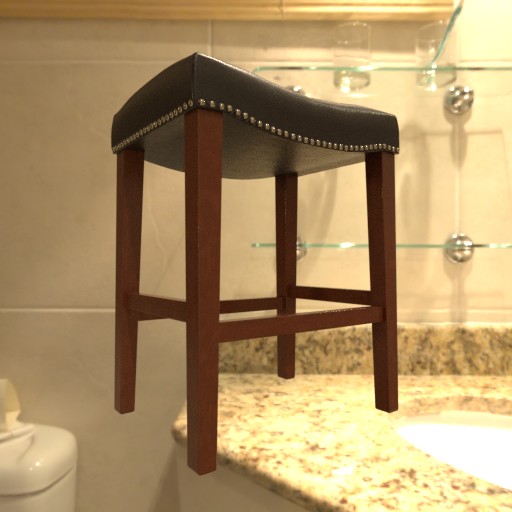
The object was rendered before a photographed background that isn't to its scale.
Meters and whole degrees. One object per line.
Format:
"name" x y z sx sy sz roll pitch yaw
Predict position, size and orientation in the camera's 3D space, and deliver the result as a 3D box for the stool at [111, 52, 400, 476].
"stool" 0.000 0.000 0.940 0.504 0.654 0.372 0 -1 -37
